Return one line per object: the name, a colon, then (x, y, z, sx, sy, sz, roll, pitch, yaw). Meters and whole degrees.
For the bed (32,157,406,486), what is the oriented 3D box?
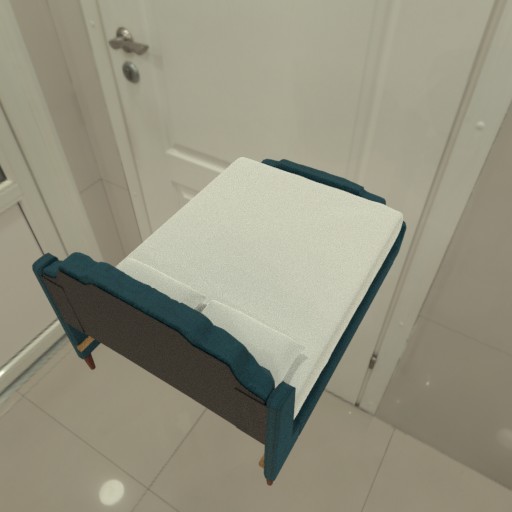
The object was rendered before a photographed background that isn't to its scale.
bed: (0.000, 0.000, 3.298, 1.676, 1.351, 2.322, 24, 51, 21)
